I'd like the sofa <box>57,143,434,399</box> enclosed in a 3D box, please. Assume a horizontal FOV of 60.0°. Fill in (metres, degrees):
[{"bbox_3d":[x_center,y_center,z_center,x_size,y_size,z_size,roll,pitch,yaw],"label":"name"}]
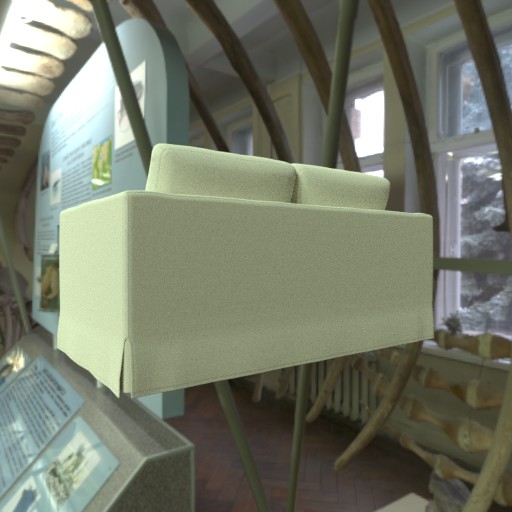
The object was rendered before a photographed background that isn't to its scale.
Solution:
[{"bbox_3d":[0.000,0.000,2.393,1.813,0.932,1.009,-1,1,-36],"label":"sofa"}]
